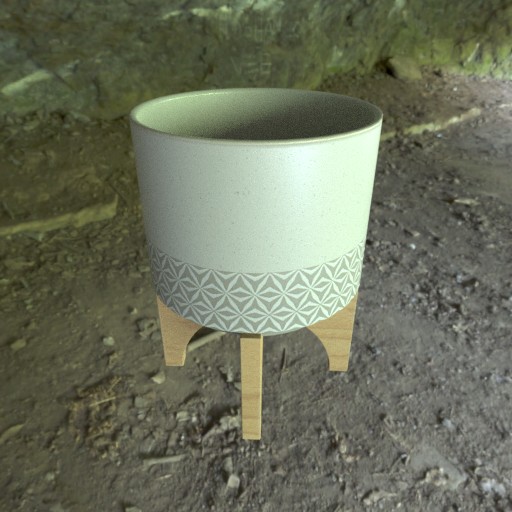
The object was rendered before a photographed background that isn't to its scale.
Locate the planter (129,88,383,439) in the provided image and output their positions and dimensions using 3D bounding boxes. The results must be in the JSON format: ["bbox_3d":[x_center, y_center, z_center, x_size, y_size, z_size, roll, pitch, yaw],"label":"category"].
[{"bbox_3d":[0.000,0.000,0.402,0.188,0.260,0.188,0,30,0],"label":"planter"}]
